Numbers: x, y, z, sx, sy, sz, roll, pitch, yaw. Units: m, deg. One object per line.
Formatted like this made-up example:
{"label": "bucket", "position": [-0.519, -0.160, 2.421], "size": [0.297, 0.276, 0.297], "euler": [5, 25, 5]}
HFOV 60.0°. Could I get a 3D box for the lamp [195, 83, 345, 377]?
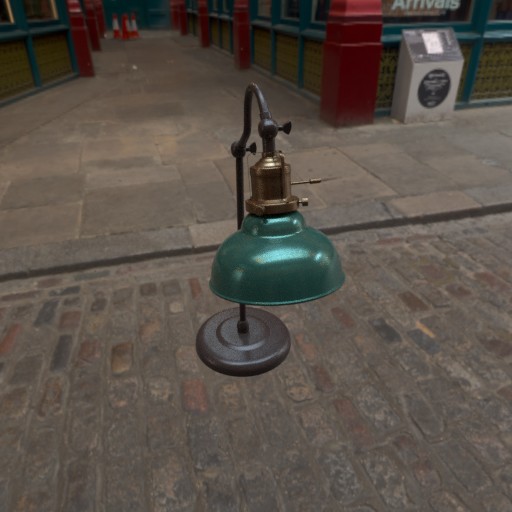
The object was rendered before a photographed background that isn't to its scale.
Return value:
{"label": "lamp", "position": [0.000, 0.000, 0.691], "size": [0.192, 0.508, 0.374], "euler": [-9, 32, -14]}
